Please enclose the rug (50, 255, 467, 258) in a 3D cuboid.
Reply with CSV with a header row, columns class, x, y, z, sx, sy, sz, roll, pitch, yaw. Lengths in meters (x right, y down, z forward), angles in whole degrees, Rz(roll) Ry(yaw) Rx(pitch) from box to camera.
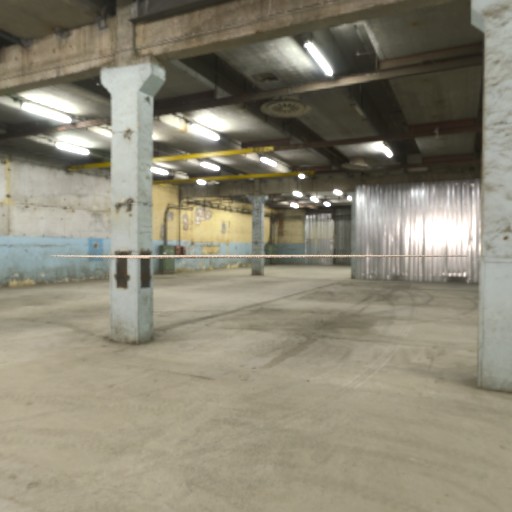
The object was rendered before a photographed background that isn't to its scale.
class,x,y,z,sx,sy,sz,roll,pitch,yaw
rug,0.000,0.000,3.928,2.939,0.009,2.313,0,0,-36
